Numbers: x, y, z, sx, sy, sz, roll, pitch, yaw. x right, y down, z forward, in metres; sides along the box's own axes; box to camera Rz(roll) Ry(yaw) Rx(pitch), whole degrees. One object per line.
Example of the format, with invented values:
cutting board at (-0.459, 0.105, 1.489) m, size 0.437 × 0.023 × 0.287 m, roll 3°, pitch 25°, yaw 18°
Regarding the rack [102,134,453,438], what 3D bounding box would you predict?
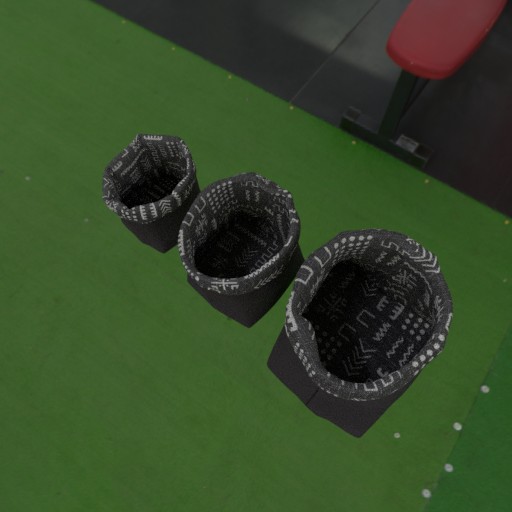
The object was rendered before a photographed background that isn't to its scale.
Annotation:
rack at (0.000, 0.000, 1.064) m, size 0.905 × 0.323 × 0.379 m, roll 35°, pitch 69°, yaw 15°
